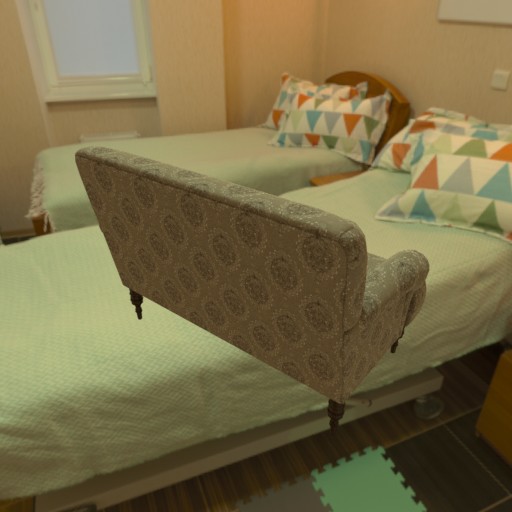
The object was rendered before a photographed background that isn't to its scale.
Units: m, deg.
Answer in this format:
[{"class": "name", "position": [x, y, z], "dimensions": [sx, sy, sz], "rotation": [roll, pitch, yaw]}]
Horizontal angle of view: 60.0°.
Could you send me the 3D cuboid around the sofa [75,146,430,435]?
[{"class": "sofa", "position": [0.000, 0.000, 1.839], "dimensions": [1.297, 0.889, 0.779], "rotation": [21, 37, 32]}]
